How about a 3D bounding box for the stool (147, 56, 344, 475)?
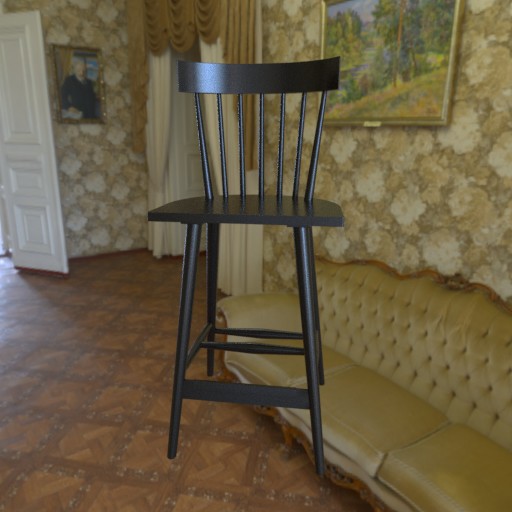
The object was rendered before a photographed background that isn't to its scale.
[{"bbox_3d":[0.000,0.000,1.321,0.482,1.092,0.483,2,16,8],"label":"stool"}]
